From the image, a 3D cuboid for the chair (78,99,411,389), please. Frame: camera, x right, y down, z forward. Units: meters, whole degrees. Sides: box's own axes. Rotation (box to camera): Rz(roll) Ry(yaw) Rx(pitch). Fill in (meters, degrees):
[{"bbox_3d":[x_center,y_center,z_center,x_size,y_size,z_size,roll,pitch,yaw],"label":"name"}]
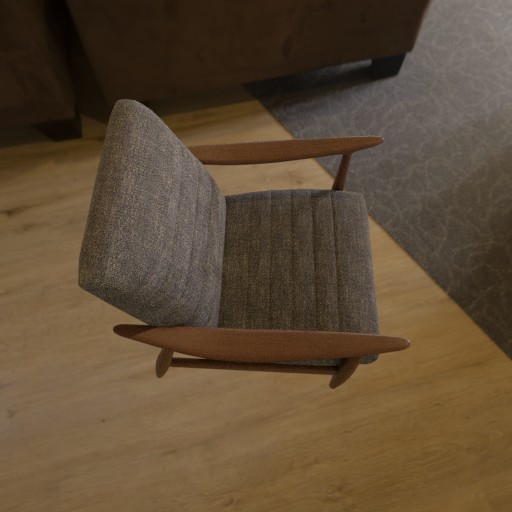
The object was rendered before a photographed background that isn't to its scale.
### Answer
[{"bbox_3d":[0.000,0.000,1.437,0.798,0.832,0.741,1,64,1],"label":"chair"}]
